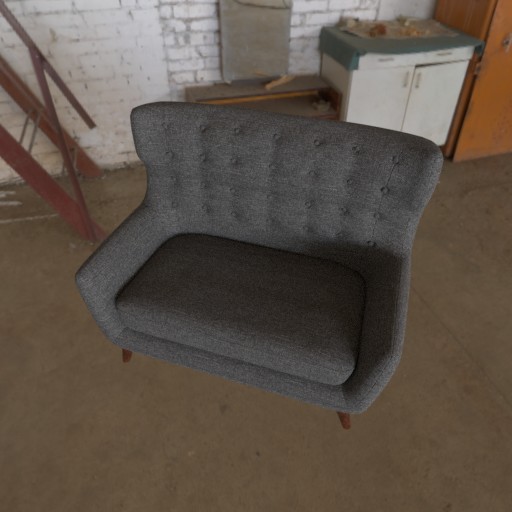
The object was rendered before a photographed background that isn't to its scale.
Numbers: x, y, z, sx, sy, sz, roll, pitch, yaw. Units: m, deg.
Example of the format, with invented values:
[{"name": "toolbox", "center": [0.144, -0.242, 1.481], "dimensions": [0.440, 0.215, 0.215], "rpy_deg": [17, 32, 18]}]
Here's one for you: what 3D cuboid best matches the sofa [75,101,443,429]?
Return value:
[{"name": "sofa", "center": [0.000, 0.000, 1.993], "dimensions": [1.358, 1.028, 0.874], "rpy_deg": [12, 42, 14]}]
